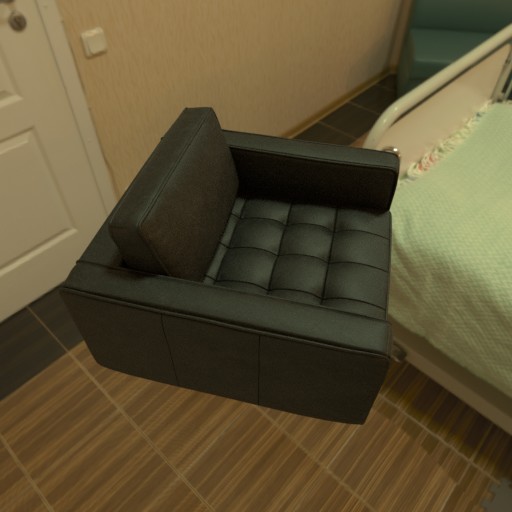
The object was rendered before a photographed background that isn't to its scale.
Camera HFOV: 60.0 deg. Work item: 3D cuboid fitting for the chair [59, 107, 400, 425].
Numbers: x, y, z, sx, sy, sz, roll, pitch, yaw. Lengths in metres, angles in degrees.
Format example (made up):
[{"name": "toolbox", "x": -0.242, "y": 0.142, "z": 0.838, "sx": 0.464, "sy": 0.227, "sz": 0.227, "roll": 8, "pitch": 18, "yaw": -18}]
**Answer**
[{"name": "chair", "x": 0.000, "y": 0.000, "z": 1.553, "sx": 0.914, "sy": 0.763, "sz": 0.889, "roll": 10, "pitch": 48, "yaw": 9}]
